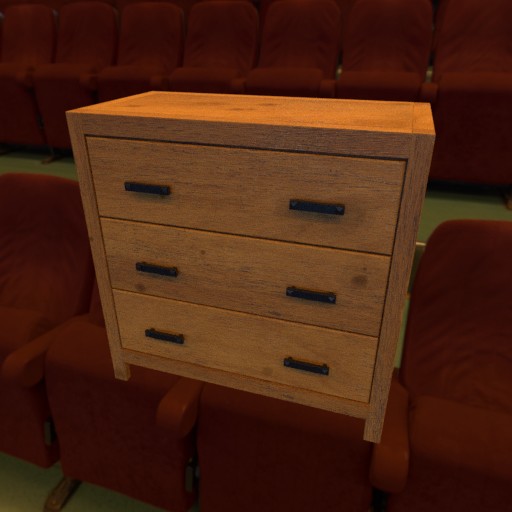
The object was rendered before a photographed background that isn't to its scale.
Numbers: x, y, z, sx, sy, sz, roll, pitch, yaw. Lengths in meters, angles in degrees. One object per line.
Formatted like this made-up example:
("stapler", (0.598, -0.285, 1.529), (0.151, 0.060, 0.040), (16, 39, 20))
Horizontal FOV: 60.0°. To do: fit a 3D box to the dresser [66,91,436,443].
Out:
("dresser", (0.000, 0.000, 1.252), (0.804, 0.804, 0.427), (8, 28, 16))
